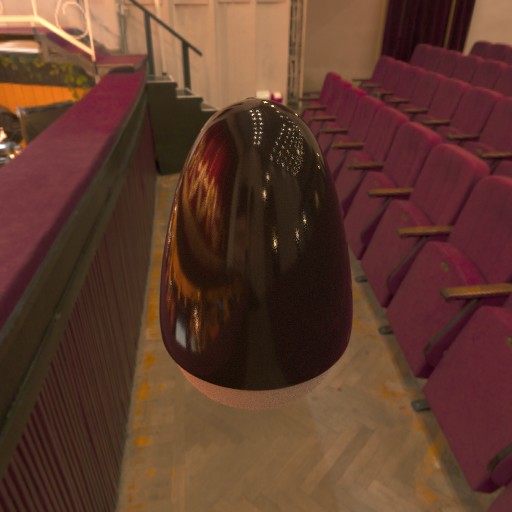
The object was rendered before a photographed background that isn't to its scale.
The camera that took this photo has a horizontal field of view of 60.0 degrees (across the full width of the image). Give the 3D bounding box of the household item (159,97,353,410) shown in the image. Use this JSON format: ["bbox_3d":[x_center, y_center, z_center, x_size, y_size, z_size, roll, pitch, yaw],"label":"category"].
[{"bbox_3d":[0.000,0.000,0.223,0.102,0.152,0.104,-1,30,-2],"label":"household item"}]
